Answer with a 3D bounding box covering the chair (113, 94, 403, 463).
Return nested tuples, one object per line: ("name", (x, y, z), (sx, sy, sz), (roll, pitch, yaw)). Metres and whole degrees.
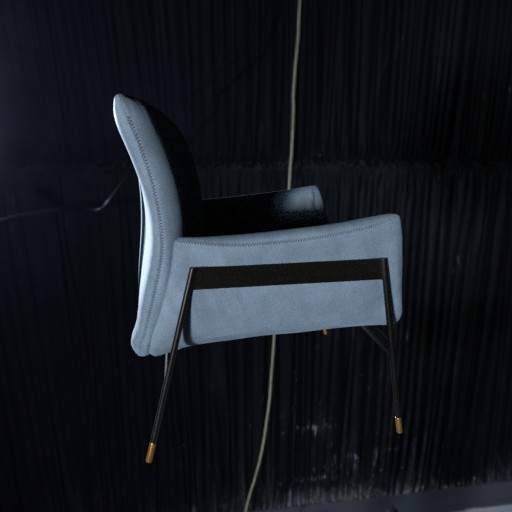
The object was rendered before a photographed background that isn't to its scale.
("chair", (0.000, 0.000, 1.336), (0.709, 0.858, 0.678), (-3, 15, -9))
